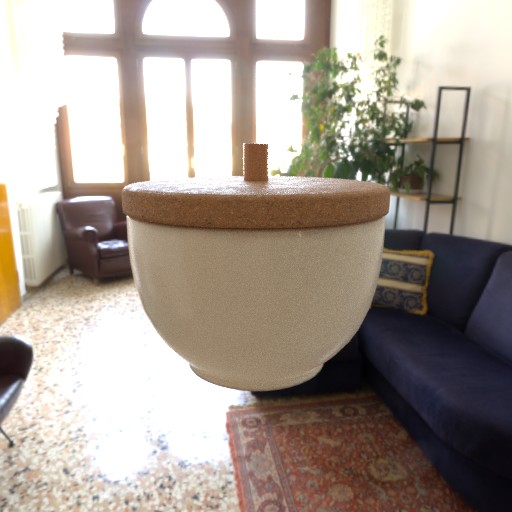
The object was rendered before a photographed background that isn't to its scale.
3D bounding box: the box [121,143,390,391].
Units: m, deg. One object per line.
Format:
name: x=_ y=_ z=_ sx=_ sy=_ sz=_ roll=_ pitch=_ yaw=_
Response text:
box: x=0.000 y=0.000 z=0.190 sx=0.107 sy=0.094 sz=0.107 roll=0 pitch=13 yaw=0
